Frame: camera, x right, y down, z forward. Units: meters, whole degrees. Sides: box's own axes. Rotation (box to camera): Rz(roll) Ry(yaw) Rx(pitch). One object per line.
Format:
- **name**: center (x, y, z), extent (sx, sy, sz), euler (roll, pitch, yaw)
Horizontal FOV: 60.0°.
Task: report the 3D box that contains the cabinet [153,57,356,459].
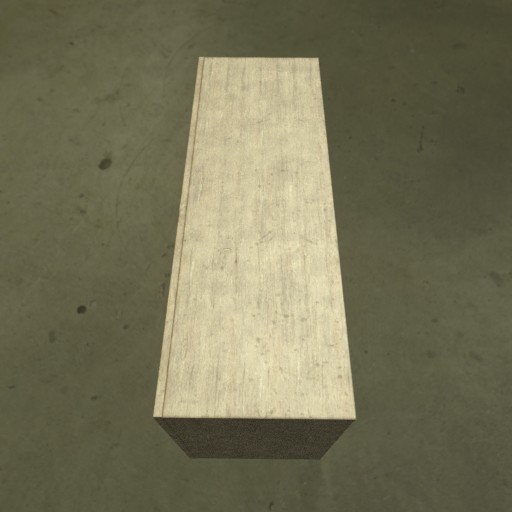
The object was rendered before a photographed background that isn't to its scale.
- **cabinet**: center (0.000, 0.000, 1.832), extent (0.511, 0.825, 1.460), euler (0, 58, 0)
